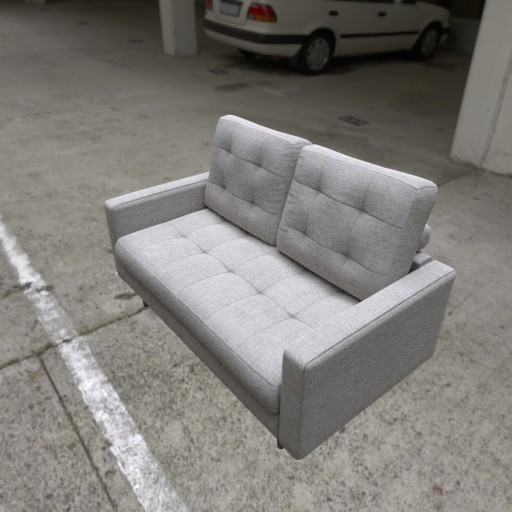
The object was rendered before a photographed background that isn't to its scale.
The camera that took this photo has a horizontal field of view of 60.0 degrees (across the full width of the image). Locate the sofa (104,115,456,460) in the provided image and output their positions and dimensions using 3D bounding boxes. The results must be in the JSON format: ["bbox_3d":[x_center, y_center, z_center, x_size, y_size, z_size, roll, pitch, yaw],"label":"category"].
[{"bbox_3d":[0.000,0.000,1.940,0.842,0.907,1.407,-23,38,-32],"label":"sofa"}]
